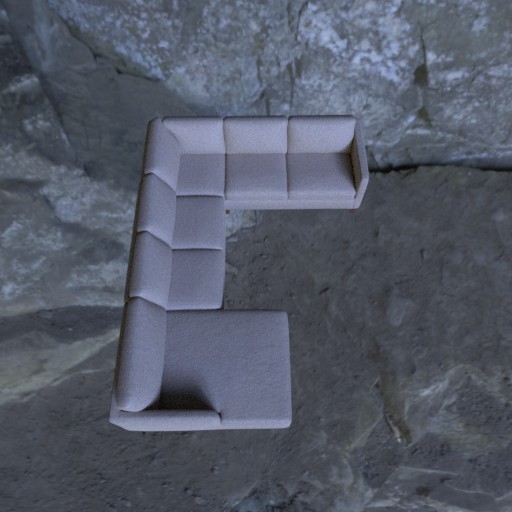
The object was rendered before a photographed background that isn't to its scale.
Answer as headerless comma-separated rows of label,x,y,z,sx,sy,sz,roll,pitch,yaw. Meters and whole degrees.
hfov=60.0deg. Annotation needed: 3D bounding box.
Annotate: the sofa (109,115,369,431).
sofa,0.000,0.000,4.692,2.551,0.889,3.403,-1,63,0
